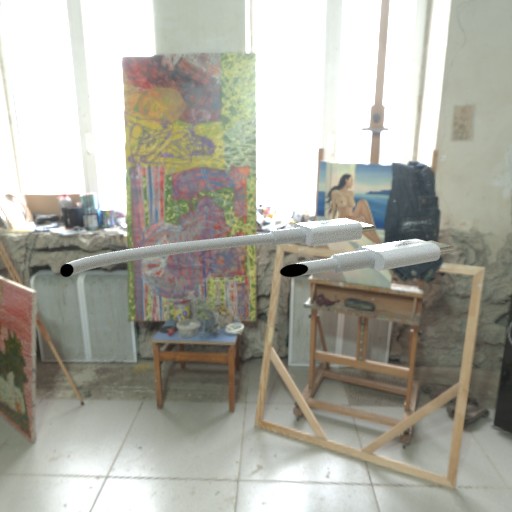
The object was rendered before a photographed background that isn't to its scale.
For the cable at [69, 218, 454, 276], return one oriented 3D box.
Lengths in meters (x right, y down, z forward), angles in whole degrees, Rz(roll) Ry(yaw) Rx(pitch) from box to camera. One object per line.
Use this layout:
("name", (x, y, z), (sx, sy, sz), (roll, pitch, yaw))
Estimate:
("cable", (0.000, 0.000, 0.112), (0.098, 0.006, 0.040), (-8, 17, -26))
